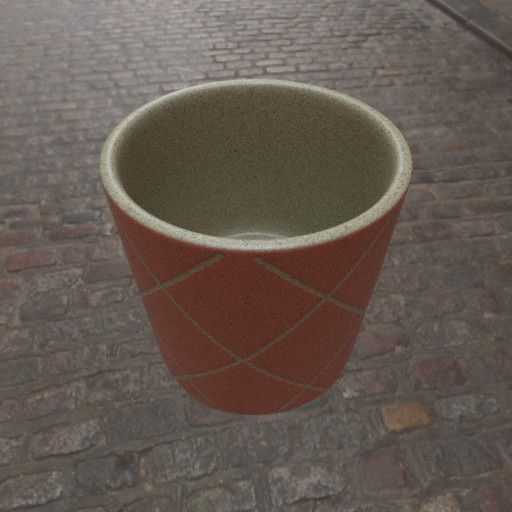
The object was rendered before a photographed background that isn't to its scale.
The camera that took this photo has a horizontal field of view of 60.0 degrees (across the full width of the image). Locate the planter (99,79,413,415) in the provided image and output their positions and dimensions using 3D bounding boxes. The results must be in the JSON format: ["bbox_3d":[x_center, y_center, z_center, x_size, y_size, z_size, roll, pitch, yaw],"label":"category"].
[{"bbox_3d":[0.000,0.000,0.347,0.191,0.200,0.191,0,45,0],"label":"planter"}]
